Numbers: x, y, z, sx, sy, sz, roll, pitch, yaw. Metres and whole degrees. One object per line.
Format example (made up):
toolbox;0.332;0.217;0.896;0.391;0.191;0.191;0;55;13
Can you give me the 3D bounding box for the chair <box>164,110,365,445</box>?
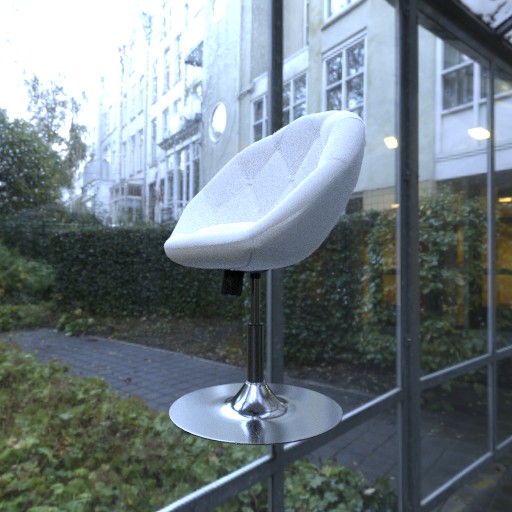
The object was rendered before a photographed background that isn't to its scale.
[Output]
chair;0.000;0.000;1.824;0.736;1.261;0.940;0;0;-36
